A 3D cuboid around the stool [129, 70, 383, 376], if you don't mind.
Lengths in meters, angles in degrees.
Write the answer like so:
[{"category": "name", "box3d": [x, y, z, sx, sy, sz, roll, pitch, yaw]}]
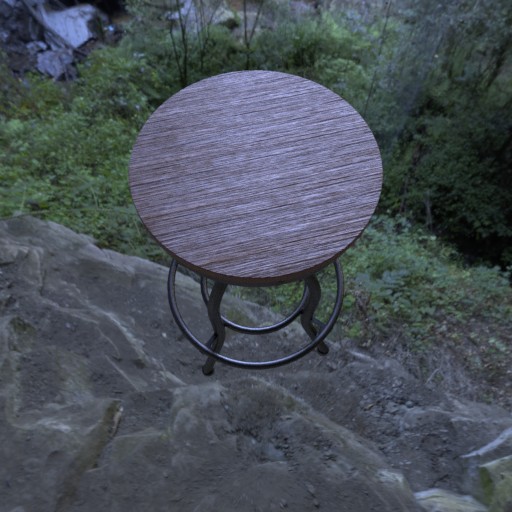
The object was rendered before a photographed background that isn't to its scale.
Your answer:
[{"category": "stool", "box3d": [0.000, 0.000, 0.887, 0.439, 0.609, 0.439, 32, 69, 14]}]
